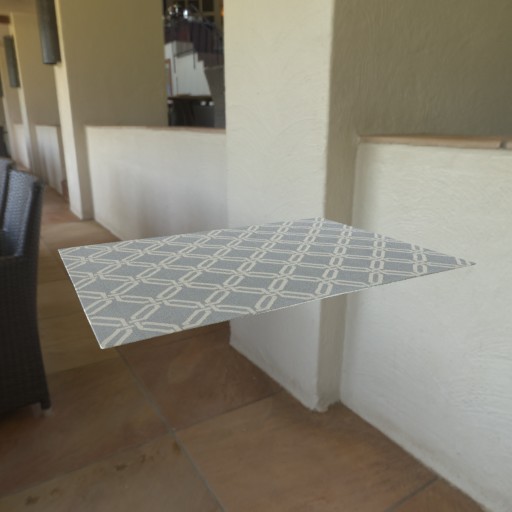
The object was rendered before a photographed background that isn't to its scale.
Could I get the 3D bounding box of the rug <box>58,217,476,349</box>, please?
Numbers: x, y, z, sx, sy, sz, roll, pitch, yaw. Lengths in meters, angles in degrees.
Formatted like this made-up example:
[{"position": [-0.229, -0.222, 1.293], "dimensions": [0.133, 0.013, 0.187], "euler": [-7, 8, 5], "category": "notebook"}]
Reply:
[{"position": [0.000, 0.000, 2.755], "dimensions": [2.133, 0.013, 1.522], "euler": [-9, 19, -28], "category": "rug"}]
